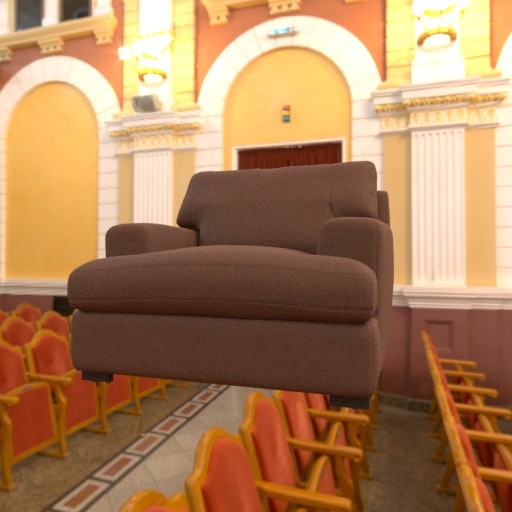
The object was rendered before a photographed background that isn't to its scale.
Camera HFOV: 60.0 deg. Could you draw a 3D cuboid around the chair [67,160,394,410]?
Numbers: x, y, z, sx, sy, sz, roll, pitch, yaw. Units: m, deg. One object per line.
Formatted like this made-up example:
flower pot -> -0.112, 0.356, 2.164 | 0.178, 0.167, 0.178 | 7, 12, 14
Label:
chair -> 0.000, 0.000, 1.974 | 1.168, 0.940, 1.143 | 0, 0, 18
